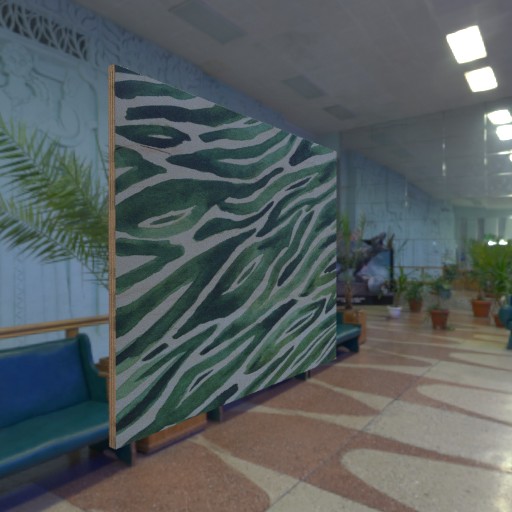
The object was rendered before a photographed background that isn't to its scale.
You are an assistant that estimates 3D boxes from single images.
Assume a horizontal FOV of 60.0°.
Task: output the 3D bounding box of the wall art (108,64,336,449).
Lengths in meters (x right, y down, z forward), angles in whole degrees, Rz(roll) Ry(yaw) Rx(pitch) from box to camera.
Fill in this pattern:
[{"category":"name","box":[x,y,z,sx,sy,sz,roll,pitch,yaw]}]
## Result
[{"category":"wall art","box":[0.000,0.000,0.675,0.012,0.408,0.508,0,0,37]}]
